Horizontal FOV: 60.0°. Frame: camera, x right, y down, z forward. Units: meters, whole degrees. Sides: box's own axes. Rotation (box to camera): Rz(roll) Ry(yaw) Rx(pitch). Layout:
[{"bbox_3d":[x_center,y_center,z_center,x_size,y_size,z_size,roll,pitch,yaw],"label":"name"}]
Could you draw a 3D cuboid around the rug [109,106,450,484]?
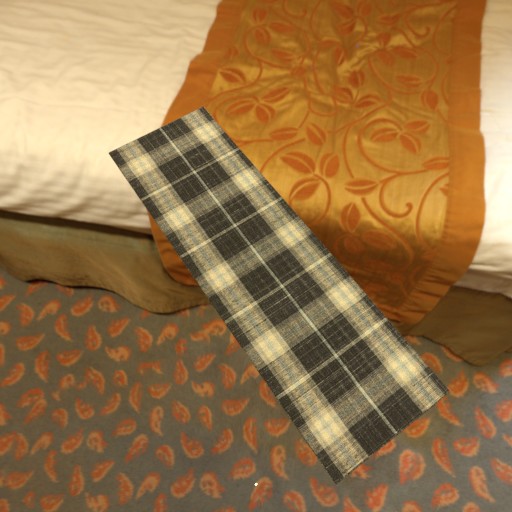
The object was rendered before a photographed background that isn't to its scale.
[{"bbox_3d":[0.000,0.000,2.646,0.760,0.012,2.434,-31,67,-15],"label":"rug"}]
